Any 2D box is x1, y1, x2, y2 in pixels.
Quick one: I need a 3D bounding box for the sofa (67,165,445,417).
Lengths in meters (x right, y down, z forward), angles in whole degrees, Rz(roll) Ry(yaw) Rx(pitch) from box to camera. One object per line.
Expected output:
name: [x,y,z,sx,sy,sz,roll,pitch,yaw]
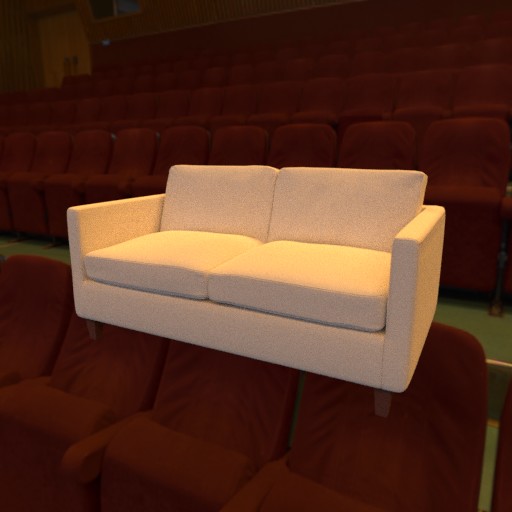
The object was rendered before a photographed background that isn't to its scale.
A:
sofa: [0.000,0.000,2.277,1.702,0.888,0.964,7,15,27]
